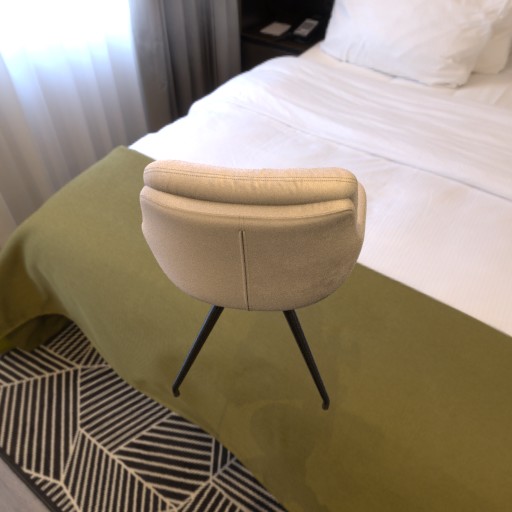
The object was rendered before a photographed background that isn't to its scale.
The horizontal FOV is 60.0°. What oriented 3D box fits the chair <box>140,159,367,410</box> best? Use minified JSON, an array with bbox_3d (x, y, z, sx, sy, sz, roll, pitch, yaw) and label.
[{"bbox_3d":[0.000,0.000,1.254,0.579,0.888,0.569,4,45,4],"label":"chair"}]
